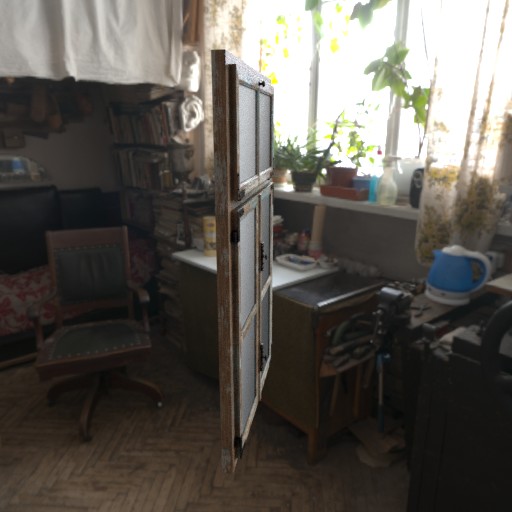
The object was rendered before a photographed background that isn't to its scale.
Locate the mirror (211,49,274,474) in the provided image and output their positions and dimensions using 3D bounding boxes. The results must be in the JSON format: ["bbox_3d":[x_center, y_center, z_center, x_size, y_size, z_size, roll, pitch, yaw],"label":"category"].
[{"bbox_3d":[0.000,0.000,1.543,0.083,1.213,0.707,3,17,10],"label":"mirror"}]
